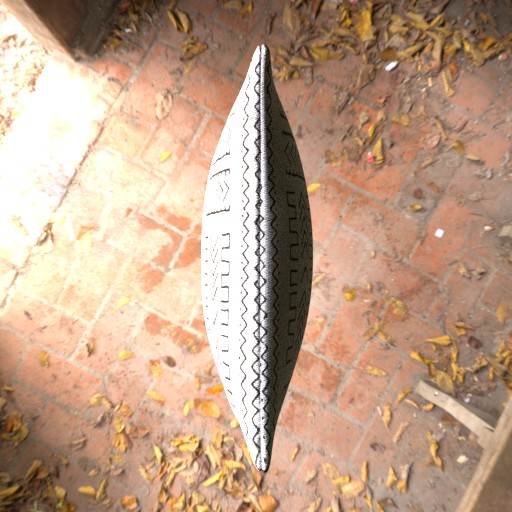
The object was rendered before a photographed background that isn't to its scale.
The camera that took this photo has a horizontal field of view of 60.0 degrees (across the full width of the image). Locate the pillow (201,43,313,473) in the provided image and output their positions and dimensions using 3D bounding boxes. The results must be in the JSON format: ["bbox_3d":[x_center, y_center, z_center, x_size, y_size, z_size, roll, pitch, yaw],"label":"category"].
[{"bbox_3d":[0.000,0.000,0.651,0.164,0.430,0.438,0,89,-2],"label":"pillow"}]
